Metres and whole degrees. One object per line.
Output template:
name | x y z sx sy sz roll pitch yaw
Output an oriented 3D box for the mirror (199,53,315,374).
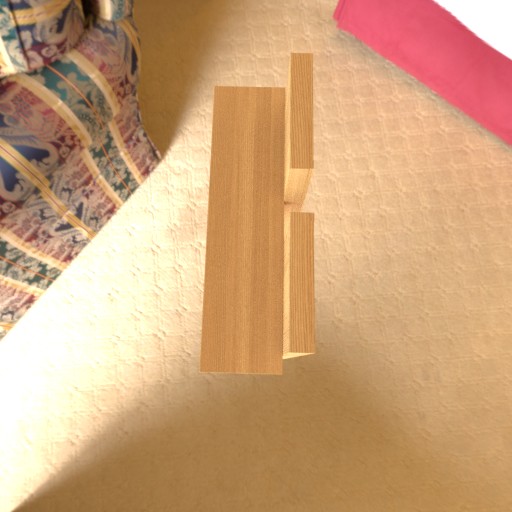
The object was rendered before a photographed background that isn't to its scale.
mirror | 0.000 0.000 1.591 0.260 1.250 0.800 1 76 0
